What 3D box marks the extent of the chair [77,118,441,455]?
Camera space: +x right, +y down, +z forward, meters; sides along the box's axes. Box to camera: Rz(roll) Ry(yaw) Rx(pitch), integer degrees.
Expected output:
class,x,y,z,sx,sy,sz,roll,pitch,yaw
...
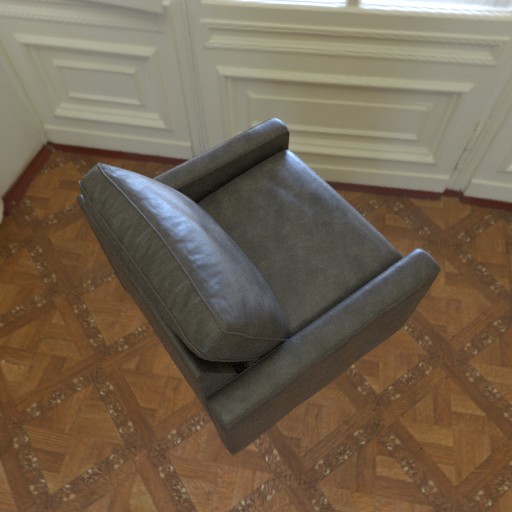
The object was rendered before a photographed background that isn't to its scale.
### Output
class,x,y,z,sx,sy,sz,roll,pitch,yaw
chair,0.000,0.000,1.730,0.939,0.916,1.006,-32,63,-18
